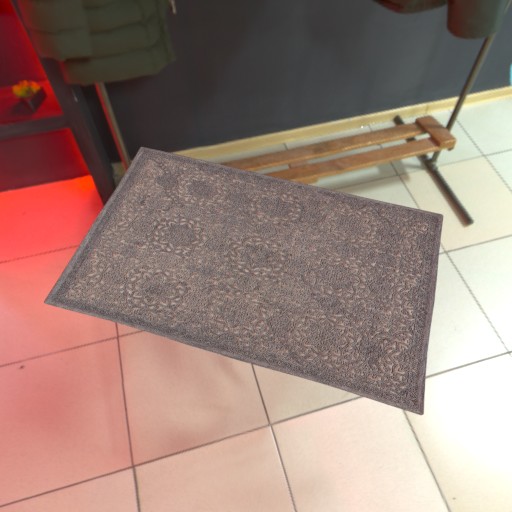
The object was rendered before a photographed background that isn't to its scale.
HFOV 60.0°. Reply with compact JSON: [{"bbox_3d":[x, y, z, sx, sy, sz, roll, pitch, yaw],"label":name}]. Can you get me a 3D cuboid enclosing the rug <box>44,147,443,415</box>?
[{"bbox_3d":[0.000,0.000,3.151,2.498,0.022,1.535,14,59,9],"label":"rug"}]
